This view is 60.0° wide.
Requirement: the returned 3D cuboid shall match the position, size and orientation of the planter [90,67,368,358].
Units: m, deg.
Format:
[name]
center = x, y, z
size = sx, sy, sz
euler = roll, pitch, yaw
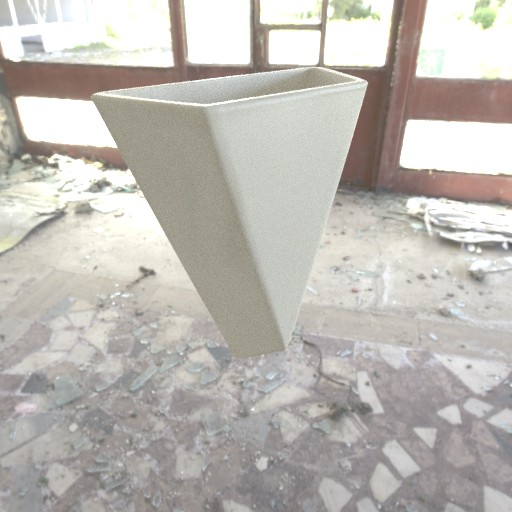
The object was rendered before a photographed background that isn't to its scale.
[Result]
[planter]
center = 0.000, 0.000, 0.270
size = 0.150, 0.197, 0.060
euler = -23, 37, -34
